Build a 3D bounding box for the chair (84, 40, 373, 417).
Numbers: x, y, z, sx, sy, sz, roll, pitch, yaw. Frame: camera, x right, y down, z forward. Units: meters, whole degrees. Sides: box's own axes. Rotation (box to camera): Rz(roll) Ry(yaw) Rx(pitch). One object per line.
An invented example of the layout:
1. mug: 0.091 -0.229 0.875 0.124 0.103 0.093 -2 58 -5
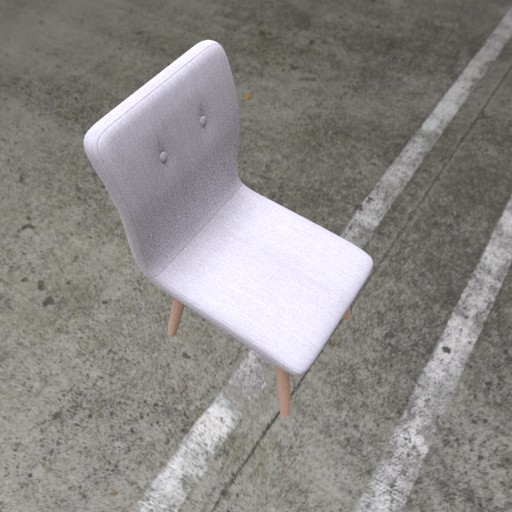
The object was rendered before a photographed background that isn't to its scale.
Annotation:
1. chair: 0.000 0.000 1.199 0.550 0.885 0.435 30 63 17
